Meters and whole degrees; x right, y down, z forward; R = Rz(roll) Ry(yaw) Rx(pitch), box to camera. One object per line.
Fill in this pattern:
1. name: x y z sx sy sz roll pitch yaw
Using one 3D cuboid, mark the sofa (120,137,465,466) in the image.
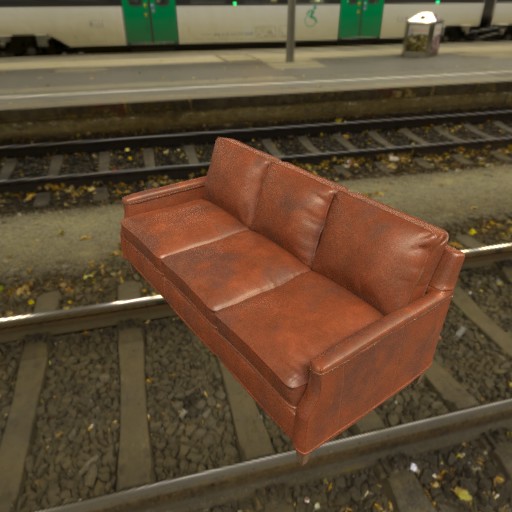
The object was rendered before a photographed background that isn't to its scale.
1. sofa: 0.000 0.000 2.897 1.084 1.003 2.240 -20 37 -30
